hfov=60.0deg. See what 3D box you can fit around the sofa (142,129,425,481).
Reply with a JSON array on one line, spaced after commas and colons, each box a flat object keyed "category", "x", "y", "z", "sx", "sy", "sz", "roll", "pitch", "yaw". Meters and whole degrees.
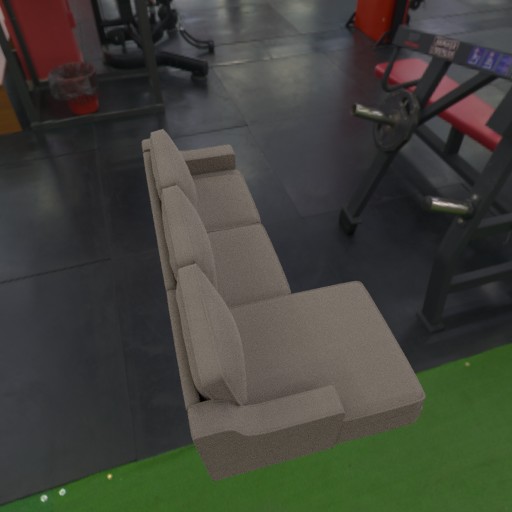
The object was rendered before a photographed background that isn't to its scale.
[{"category": "sofa", "x": 0.000, "y": 0.000, "z": 3.132, "sx": 1.294, "sy": 0.928, "sz": 2.561, "roll": -11, "pitch": 47, "yaw": -11}]
